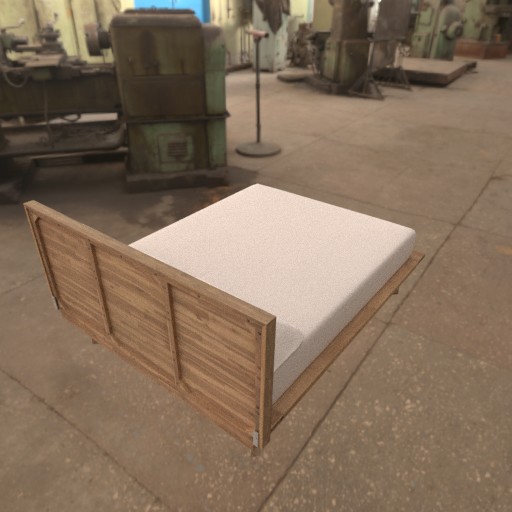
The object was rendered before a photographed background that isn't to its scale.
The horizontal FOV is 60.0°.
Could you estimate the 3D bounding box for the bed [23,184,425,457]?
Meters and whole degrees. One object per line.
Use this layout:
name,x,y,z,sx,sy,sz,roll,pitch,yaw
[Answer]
bed,0.000,0.000,3.097,1.759,1.071,2.145,22,37,32
